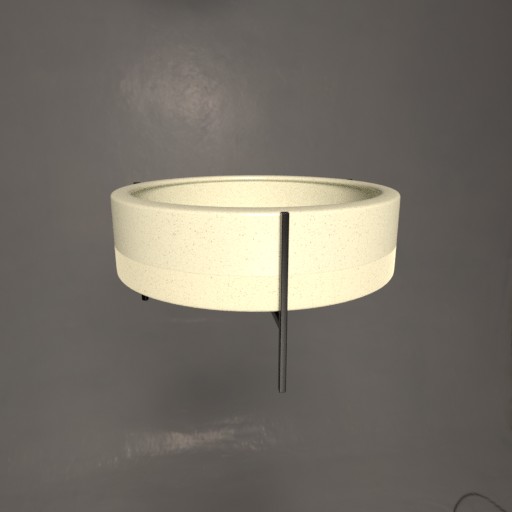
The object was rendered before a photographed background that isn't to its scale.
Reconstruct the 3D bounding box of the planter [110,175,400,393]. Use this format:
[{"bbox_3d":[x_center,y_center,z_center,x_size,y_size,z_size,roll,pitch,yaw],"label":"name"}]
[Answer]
[{"bbox_3d":[0.000,0.000,0.555,0.336,0.171,0.345,-2,16,-8],"label":"planter"}]
